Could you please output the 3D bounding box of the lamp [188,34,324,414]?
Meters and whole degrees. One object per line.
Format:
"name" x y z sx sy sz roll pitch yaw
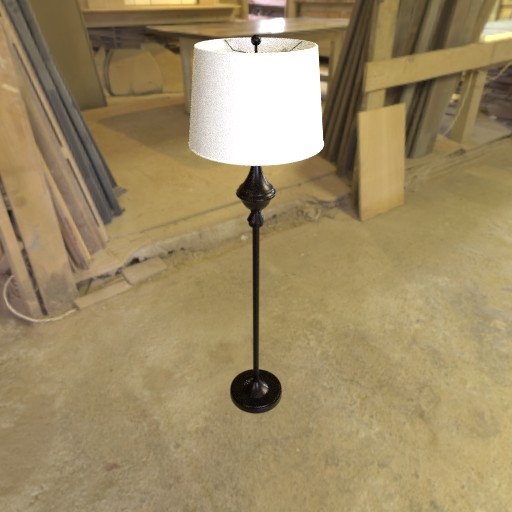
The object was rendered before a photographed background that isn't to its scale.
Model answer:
"lamp" 0.000 0.000 1.651 0.431 1.484 0.431 0 32 0
